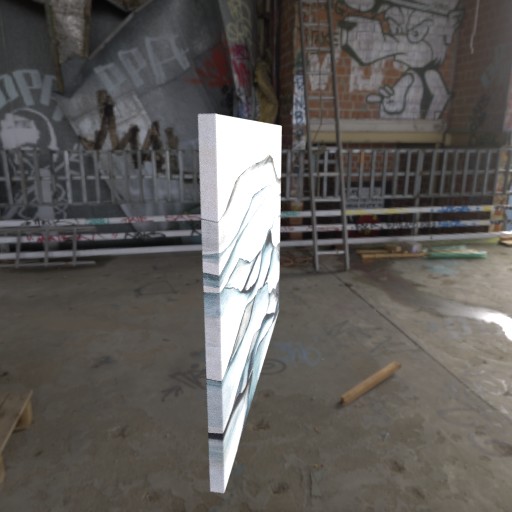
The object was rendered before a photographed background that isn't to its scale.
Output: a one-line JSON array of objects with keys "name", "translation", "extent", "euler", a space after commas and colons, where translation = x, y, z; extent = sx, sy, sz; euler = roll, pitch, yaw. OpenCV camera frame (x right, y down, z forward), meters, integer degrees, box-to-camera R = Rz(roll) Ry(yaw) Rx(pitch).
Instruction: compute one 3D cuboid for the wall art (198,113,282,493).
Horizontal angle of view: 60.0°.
[{"name": "wall art", "translation": [0.000, 0.000, 1.581], "extent": [0.039, 0.915, 1.219], "euler": [2, 15, 9]}]
